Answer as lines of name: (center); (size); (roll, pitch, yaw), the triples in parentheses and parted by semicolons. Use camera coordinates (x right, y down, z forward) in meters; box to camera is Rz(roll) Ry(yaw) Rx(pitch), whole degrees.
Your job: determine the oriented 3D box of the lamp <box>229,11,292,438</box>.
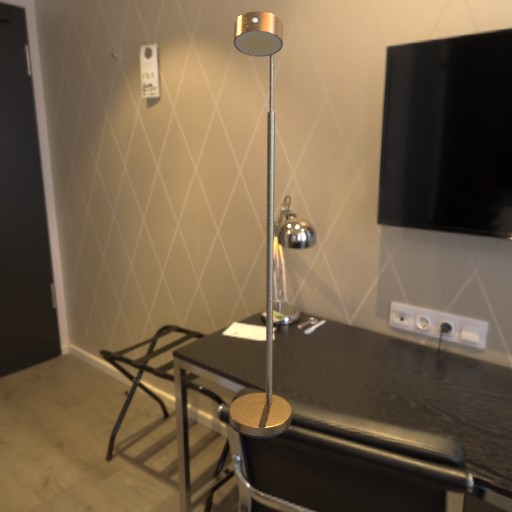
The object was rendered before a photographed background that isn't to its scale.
lamp: (0.000, 0.000, 1.332); (0.219, 1.230, 0.418); (2, 13, 9)
